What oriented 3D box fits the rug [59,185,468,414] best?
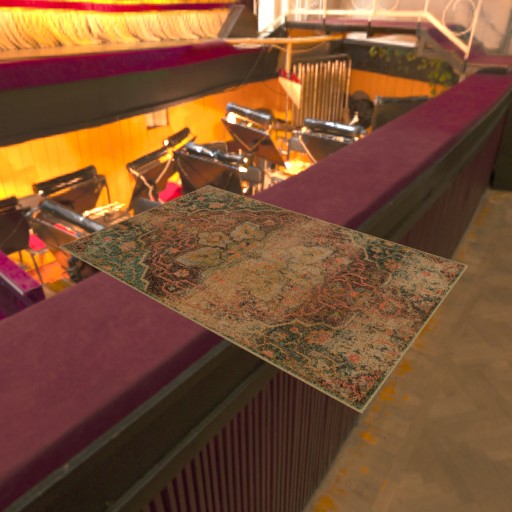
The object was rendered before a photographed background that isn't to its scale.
[{"bbox_3d":[0.000,0.000,3.007,2.363,0.004,1.566,22,37,33],"label":"rug"}]
